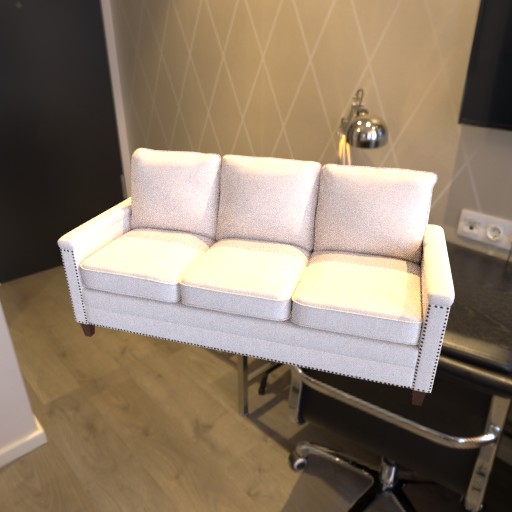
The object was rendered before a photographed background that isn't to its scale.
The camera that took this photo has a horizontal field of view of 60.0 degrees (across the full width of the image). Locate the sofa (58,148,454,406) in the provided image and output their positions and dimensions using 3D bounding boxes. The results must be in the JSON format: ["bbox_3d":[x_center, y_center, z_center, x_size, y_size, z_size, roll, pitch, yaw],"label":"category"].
[{"bbox_3d":[0.000,0.000,2.433,1.925,0.961,0.828,8,27,15],"label":"sofa"}]
